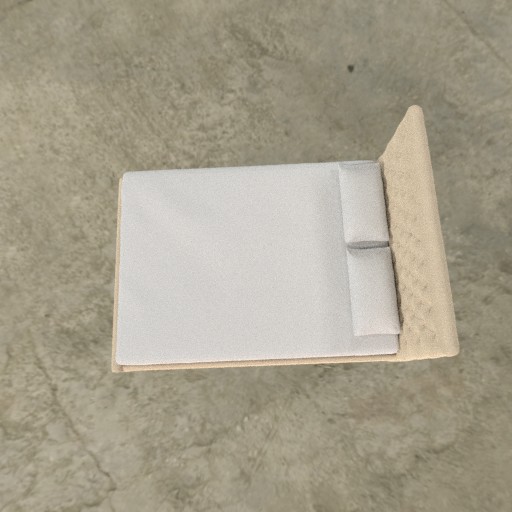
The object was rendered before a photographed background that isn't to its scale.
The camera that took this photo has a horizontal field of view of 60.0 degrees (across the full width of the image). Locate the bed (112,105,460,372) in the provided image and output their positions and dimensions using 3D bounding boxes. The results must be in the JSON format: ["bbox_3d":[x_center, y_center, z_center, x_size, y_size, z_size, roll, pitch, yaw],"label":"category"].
[{"bbox_3d":[0.000,0.000,3.488,2.387,1.427,1.698,-2,75,-1],"label":"bed"}]
